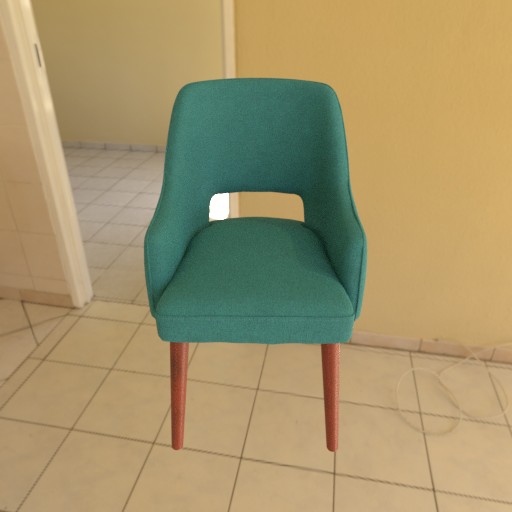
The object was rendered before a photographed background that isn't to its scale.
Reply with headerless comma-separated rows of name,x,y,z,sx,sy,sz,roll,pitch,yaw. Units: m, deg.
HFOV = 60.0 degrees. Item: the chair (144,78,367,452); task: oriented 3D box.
chair,0.000,0.000,1.230,0.548,0.849,0.605,0,29,1
